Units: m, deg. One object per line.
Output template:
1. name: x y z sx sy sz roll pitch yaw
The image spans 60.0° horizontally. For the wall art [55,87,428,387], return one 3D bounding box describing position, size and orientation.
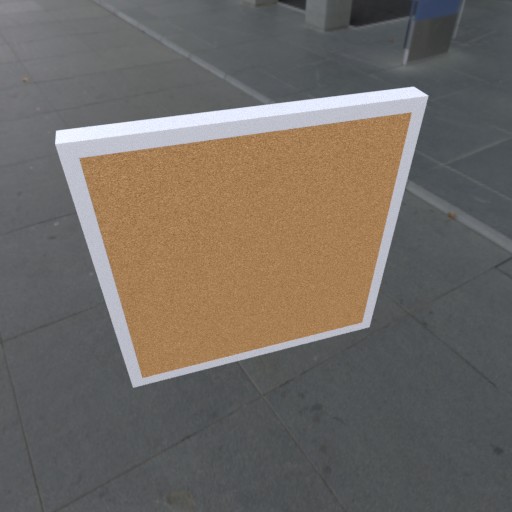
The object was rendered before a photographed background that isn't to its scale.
1. wall art: 0.000 0.000 0.759 0.507 0.508 0.038 -11 42 -13
